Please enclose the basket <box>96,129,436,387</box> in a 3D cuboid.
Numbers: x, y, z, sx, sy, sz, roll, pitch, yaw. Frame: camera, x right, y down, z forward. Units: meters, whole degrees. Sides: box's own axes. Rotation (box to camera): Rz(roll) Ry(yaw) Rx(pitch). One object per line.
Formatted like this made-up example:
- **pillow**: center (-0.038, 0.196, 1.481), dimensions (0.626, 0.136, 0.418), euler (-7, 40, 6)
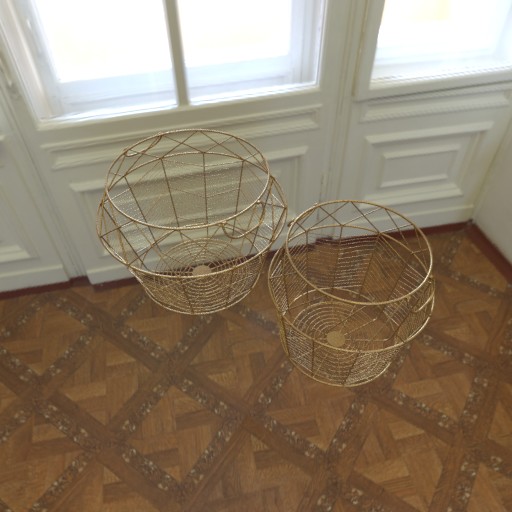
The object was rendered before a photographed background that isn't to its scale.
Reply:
- **basket**: center (0.000, 0.000, 1.048), dimensions (0.805, 0.343, 0.451), euler (24, 52, 21)
